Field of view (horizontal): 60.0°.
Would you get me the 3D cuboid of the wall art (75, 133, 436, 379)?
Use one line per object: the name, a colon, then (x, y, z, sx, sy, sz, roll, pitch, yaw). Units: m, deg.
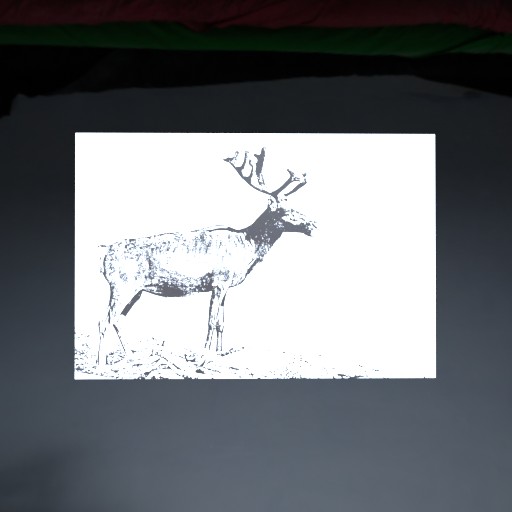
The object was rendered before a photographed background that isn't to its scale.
wall art: (0.000, 0.000, 0.487, 0.381, 0.259, 0.038, 0, 0, -1)
